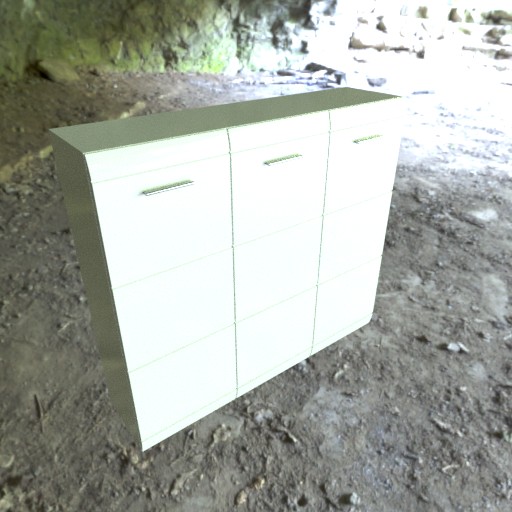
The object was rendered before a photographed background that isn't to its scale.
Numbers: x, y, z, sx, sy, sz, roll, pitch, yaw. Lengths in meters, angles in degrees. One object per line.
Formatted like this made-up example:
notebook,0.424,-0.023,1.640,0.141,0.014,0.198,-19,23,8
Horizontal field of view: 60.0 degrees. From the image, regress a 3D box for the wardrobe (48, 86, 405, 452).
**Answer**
wardrobe,0.000,0.000,1.894,1.340,1.200,0.360,-21,36,-32
